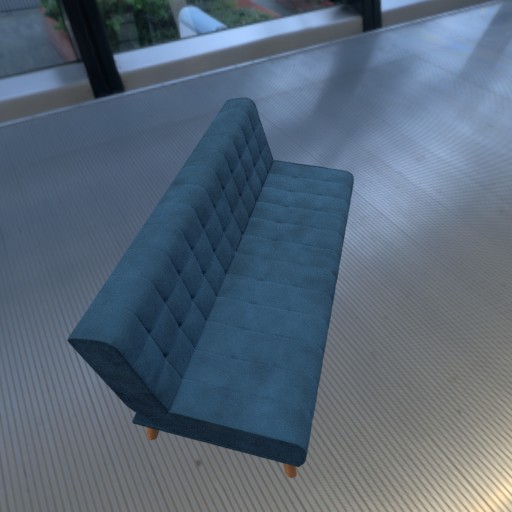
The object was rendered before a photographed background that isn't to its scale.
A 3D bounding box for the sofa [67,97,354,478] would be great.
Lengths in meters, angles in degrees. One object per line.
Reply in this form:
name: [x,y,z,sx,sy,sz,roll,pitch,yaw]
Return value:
sofa: [0.000,0.000,2.288,0.855,0.813,1.804,10,46,10]
